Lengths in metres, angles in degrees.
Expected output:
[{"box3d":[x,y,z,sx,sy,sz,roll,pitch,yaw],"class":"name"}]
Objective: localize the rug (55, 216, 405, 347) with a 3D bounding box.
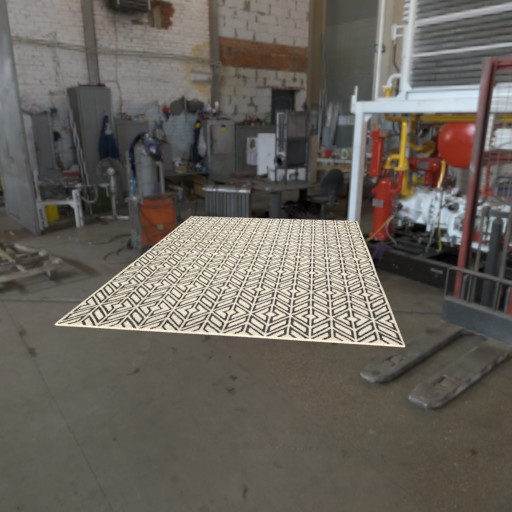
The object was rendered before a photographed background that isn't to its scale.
[{"box3d":[0.000,0.000,2.380,1.220,0.007,1.828,2,18,7],"class":"rug"}]
